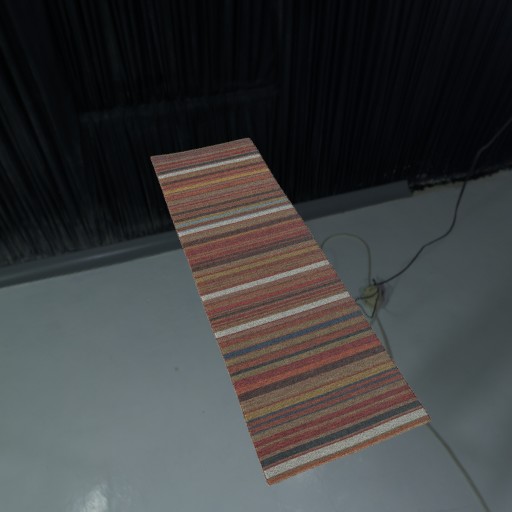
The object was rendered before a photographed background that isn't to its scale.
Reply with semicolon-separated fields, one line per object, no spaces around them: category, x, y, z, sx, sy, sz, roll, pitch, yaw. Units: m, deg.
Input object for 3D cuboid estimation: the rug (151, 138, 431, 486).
rug;0.000;0.000;2.683;0.799;0.030;2.444;-15;49;-14
